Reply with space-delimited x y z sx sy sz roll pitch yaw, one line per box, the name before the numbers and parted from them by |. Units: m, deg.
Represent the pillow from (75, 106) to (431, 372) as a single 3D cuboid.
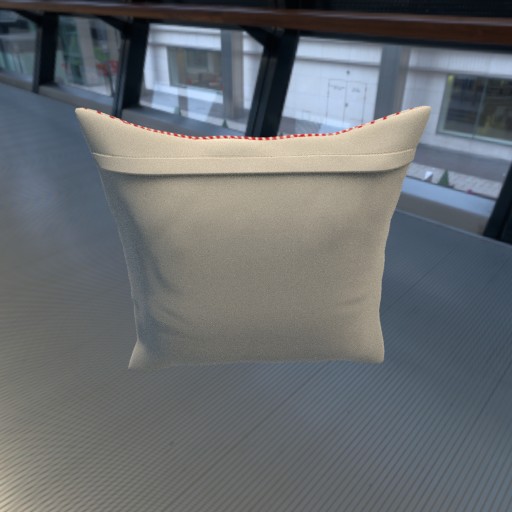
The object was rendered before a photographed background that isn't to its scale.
pillow | 0.000 0.000 0.693 0.463 0.454 0.160 -1 30 -2
